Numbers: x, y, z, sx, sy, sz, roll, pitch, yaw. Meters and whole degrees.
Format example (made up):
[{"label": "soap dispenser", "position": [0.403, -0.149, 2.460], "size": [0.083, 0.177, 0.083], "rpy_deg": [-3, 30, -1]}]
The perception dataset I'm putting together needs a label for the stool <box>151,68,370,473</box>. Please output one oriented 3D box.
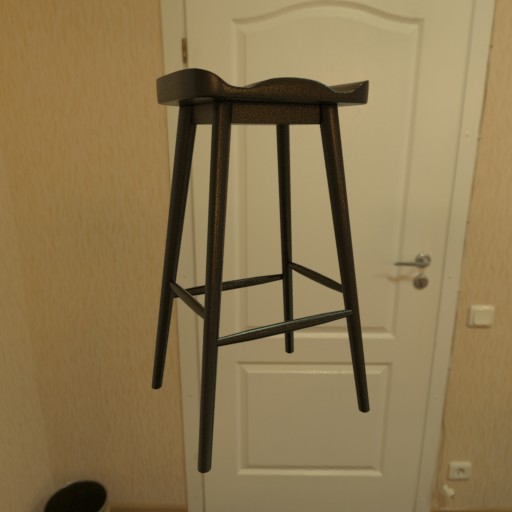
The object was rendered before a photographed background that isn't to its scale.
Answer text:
[{"label": "stool", "position": [0.000, 0.000, 1.018], "size": [0.440, 0.749, 0.361], "rpy_deg": [-8, 18, -27]}]
